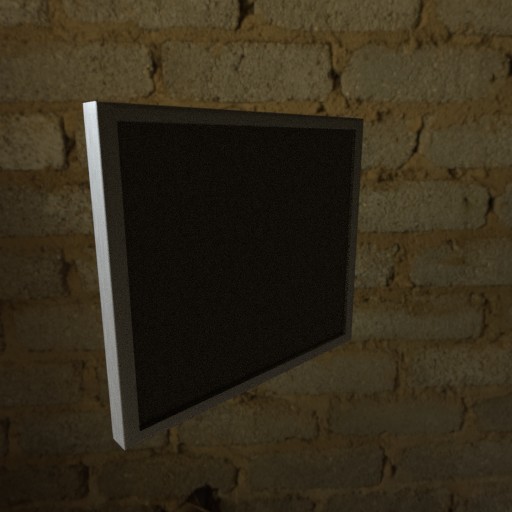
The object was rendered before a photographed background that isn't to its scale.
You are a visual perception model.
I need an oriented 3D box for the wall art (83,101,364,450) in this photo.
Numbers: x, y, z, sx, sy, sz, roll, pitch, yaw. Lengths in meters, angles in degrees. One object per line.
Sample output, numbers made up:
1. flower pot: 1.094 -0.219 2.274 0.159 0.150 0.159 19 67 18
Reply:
1. wall art: 0.000 0.000 0.535 0.380 0.330 0.028 -13 19 -41
